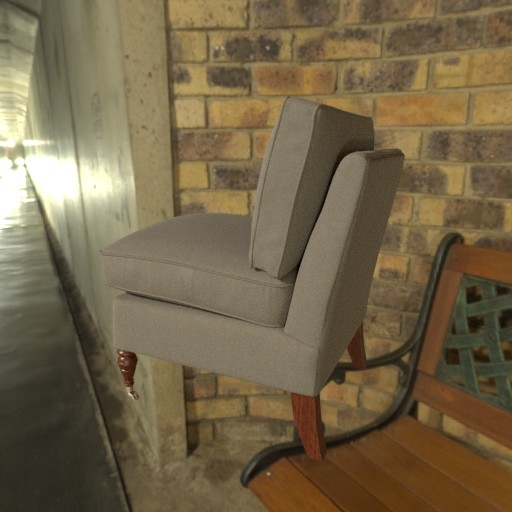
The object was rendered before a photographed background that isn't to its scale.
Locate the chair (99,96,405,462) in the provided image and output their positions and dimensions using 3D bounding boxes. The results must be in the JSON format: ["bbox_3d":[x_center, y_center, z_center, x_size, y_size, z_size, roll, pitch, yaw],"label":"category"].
[{"bbox_3d":[0.000,0.000,1.647,0.924,1.045,0.724,7,16,24],"label":"chair"}]
